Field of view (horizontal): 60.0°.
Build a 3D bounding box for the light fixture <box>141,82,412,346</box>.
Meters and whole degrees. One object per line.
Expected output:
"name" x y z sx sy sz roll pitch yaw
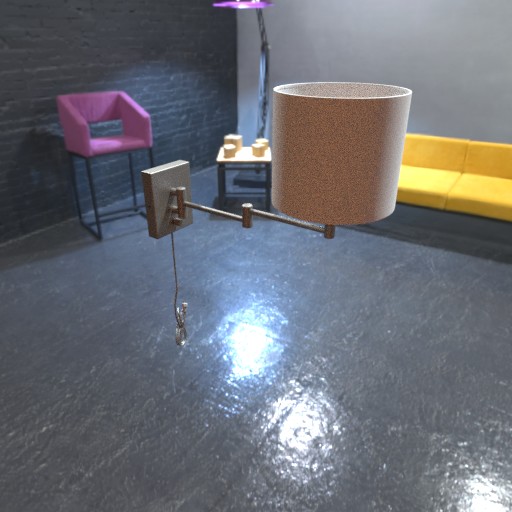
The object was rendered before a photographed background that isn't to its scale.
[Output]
"light fixture" 0.000 0.000 0.892 0.516 0.651 0.203 18 32 31
